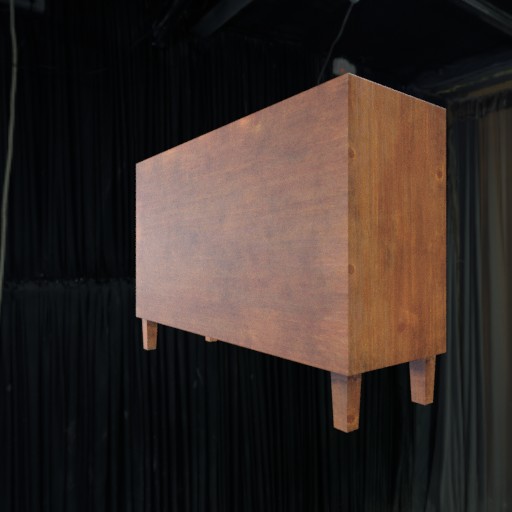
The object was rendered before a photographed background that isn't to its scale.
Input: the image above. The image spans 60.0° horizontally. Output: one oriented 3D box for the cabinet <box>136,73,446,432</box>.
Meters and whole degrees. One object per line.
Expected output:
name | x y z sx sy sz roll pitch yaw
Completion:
cabinet | 0.000 0.000 1.575 0.403 0.805 1.204 0 0 -37
